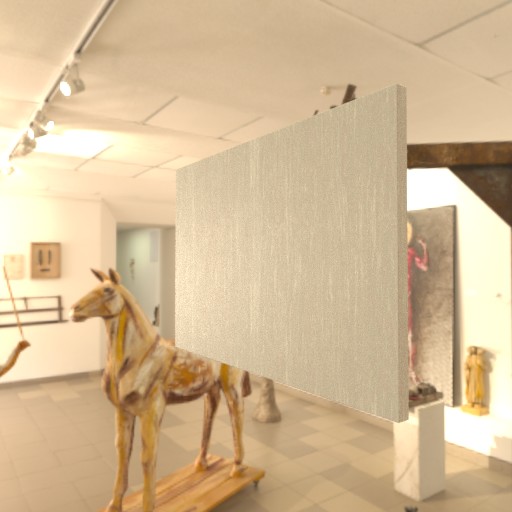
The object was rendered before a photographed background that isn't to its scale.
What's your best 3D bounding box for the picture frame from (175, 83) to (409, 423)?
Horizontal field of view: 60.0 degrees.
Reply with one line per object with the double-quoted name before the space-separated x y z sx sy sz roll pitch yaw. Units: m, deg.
"picture frame" 0.000 0.000 1.227 0.029 0.640 0.950 1 -1 -36
